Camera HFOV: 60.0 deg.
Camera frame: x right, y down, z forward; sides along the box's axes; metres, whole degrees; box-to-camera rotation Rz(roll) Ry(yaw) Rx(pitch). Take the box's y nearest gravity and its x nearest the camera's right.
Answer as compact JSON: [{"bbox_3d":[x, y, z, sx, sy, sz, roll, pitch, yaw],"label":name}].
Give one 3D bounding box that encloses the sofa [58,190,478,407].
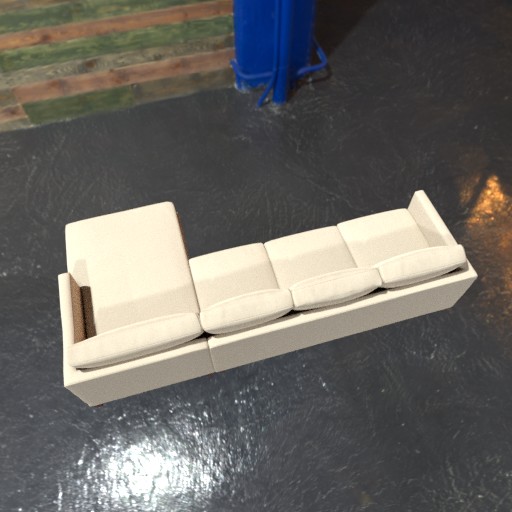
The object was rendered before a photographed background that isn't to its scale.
[{"bbox_3d":[0.000,0.000,3.855,3.186,0.861,1.625,-14,59,-8],"label":"sofa"}]
